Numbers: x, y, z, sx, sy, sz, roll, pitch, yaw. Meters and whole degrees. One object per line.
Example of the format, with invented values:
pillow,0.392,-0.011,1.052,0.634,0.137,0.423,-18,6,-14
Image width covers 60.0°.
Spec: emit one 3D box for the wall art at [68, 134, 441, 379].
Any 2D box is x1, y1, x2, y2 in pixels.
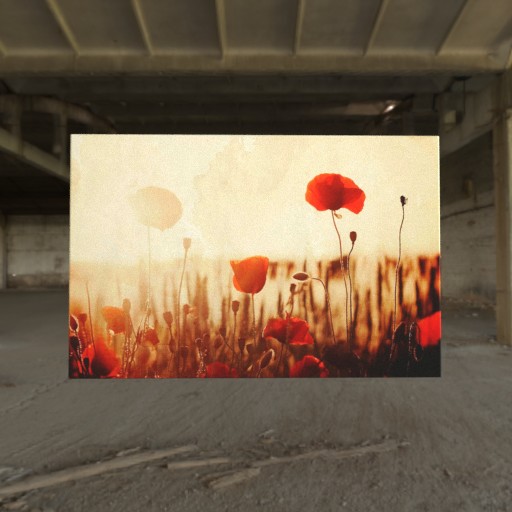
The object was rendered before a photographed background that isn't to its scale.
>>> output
wall art,0.000,0.000,1.112,0.918,0.602,0.038,0,-1,-1
